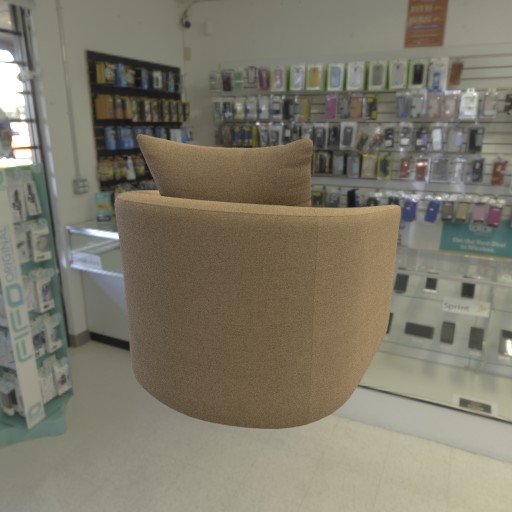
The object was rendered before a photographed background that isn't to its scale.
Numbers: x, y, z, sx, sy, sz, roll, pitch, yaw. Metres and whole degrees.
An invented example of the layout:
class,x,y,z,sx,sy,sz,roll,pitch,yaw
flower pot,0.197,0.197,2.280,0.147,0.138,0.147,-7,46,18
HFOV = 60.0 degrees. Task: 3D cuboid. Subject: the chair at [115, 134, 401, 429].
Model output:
class,x,y,z,sx,sy,sz,roll,pitch,yaw
chair,0.000,0.000,1.594,0.845,0.848,0.910,9,19,26
